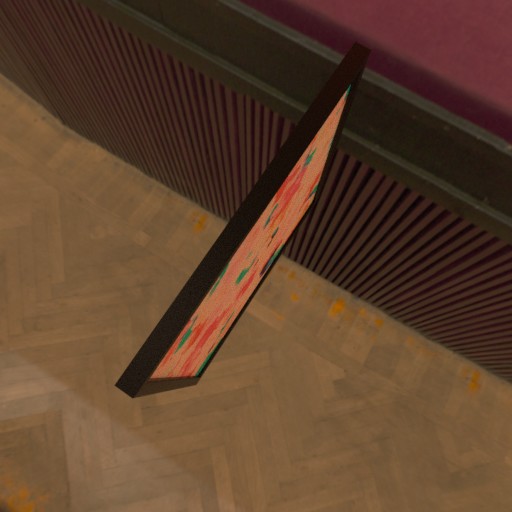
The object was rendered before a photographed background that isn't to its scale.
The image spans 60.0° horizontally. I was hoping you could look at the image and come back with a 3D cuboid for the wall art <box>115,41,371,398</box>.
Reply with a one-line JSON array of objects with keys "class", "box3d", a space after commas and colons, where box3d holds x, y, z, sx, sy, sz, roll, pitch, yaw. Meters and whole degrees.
[{"class": "wall art", "box3d": [0.000, 0.000, 1.133, 0.036, 0.755, 0.756, 32, 78, 8]}]
